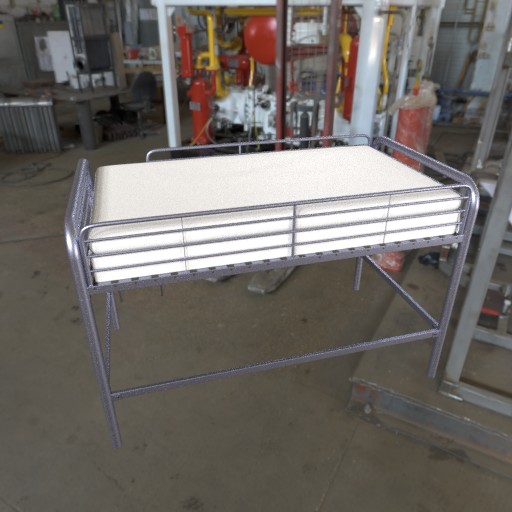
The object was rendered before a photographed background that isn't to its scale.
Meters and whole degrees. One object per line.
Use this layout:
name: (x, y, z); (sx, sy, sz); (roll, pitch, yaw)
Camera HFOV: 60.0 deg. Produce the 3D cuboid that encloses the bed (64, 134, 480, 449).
bed: (0.000, 0.000, 2.847); (1.965, 1.288, 1.415); (-8, 30, -14)
